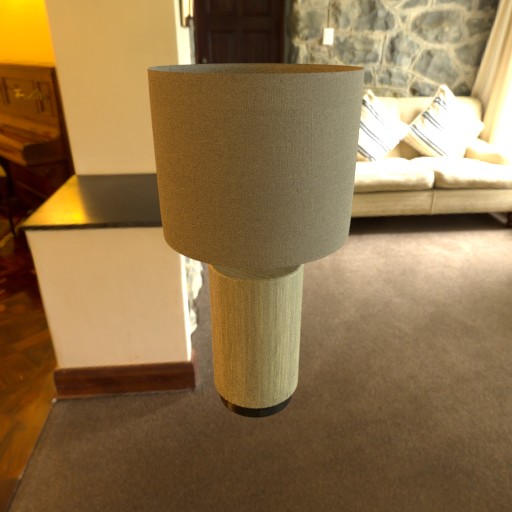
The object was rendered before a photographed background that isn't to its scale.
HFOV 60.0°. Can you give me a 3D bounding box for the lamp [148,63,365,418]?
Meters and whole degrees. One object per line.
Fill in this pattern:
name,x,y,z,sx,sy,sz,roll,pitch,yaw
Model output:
lamp,0.000,0.000,0.567,0.228,0.444,0.228,17,30,31
